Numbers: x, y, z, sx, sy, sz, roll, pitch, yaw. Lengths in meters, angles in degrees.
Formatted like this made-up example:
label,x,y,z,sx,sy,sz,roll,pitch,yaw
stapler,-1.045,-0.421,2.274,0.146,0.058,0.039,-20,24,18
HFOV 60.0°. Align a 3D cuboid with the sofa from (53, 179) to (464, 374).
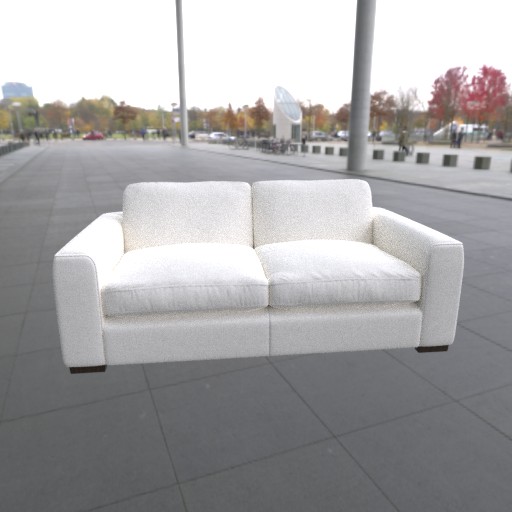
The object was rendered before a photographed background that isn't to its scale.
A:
label,x,y,z,sx,sy,sz,roll,pitch,yaw
sofa,0.000,0.000,2.531,1.920,0.801,1.069,-2,16,-7
